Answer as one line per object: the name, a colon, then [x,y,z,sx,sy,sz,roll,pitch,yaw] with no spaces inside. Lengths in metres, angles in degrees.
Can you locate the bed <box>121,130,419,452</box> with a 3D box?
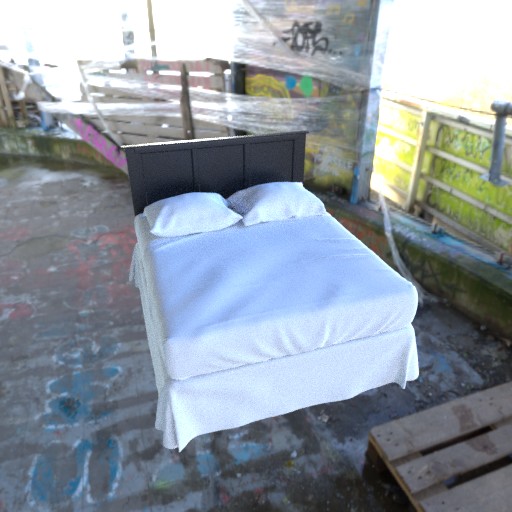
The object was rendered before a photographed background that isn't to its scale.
bed: [0.000,0.000,3.319,1.870,1.270,2.050,-9,31,-16]
